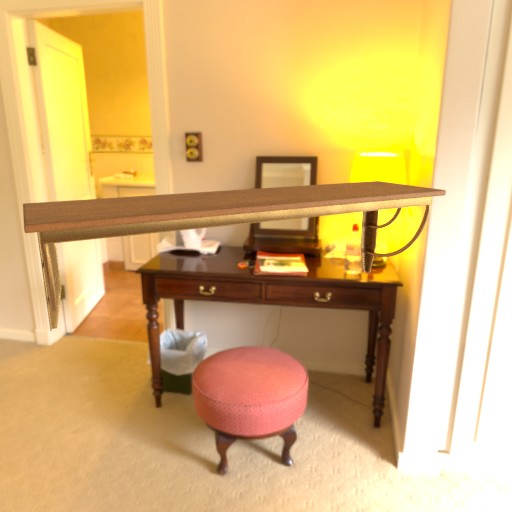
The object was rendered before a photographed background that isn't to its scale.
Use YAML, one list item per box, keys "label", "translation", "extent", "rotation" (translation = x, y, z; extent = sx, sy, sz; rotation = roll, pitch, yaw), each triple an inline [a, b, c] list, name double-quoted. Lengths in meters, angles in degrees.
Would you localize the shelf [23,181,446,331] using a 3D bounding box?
- label: "shelf"
  translation: [0.000, 0.000, 0.704]
  extent: [0.636, 0.190, 0.166]
  rotation: [-8, 18, -26]
